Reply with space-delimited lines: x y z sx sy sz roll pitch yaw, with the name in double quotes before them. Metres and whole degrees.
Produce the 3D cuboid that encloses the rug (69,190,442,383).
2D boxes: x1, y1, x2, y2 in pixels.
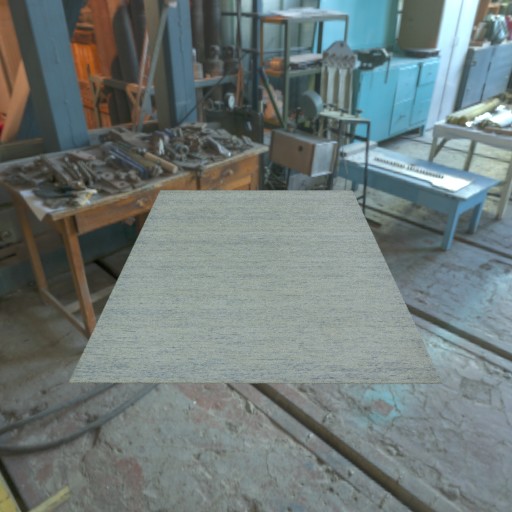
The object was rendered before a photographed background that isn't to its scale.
"rug" 0.000 0.000 4.259 2.438 0.006 3.197 0 31 0
